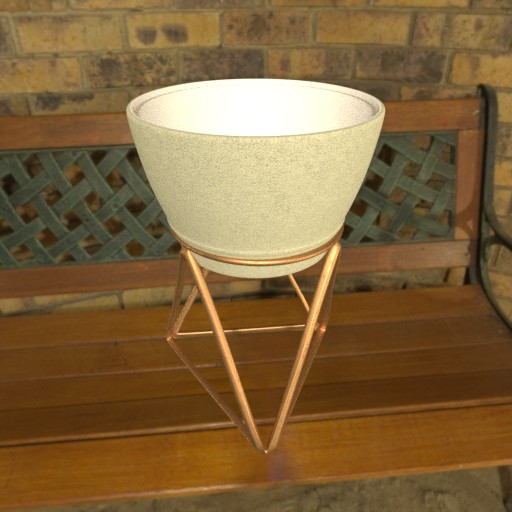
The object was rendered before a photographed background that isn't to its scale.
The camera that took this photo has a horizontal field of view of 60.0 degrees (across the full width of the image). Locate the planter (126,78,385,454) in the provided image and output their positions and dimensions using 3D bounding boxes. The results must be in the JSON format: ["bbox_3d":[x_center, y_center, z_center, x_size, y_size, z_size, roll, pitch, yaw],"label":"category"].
[{"bbox_3d":[0.000,0.000,0.746,0.350,0.504,0.350,-21,37,-31],"label":"planter"}]
